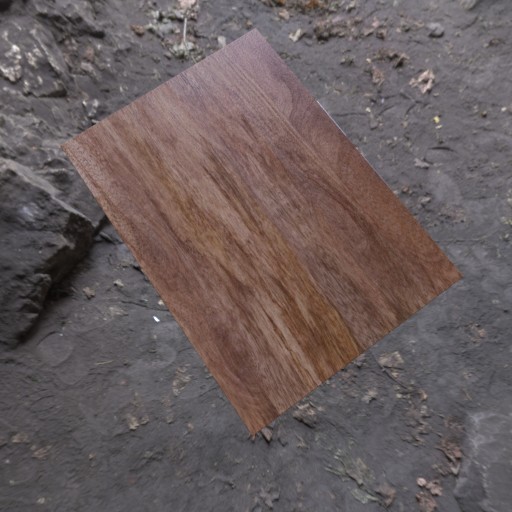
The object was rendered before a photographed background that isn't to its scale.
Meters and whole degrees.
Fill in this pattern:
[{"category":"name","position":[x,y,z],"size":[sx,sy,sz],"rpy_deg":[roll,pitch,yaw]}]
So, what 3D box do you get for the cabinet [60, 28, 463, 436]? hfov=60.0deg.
[{"category":"cabinet","position":[0.000,0.000,1.196],"size":[0.473,0.758,0.647],"rpy_deg":[-35,79,-8]}]
